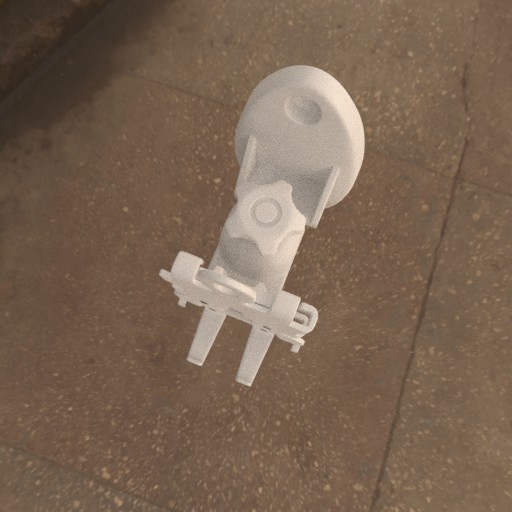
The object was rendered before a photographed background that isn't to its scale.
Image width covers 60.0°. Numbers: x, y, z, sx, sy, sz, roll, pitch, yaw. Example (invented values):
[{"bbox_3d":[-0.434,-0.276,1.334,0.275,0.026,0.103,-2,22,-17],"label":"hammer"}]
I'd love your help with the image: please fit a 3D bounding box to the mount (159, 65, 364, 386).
[{"bbox_3d":[0.000,0.000,0.177,0.066,0.118,0.100,21,77,5],"label":"mount"}]
